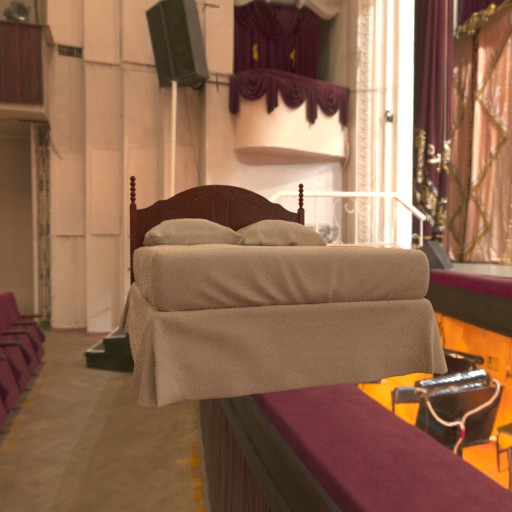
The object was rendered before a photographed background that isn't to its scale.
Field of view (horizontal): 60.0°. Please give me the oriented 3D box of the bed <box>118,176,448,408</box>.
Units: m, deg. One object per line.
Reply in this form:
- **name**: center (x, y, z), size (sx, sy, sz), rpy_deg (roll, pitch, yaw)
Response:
- **bed**: center (0.000, 0.000, 3.199), size (1.873, 1.356, 2.040), rpy_deg (-1, 2, -18)
